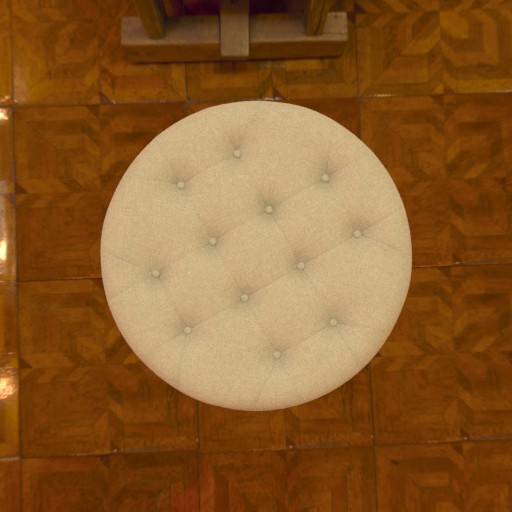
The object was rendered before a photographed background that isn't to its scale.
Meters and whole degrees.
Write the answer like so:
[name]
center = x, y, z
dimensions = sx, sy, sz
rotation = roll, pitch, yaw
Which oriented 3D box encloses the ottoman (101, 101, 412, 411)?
[ottoman]
center = 0.000, 0.000, 1.376
dimensions = 0.849, 0.478, 0.849
rotation = 0, 88, -1
